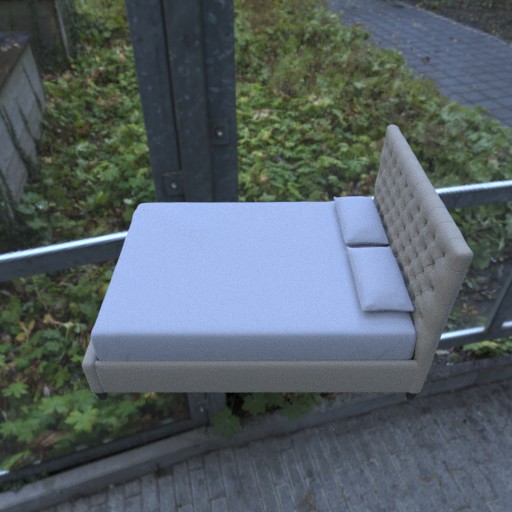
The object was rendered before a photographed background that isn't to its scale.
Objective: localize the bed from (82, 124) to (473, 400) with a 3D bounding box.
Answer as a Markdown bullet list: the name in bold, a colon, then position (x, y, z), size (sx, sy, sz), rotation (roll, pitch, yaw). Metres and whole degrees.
- **bed**: position (0.000, 0.000, 3.461), size (2.387, 1.427, 1.698), rotation (0, 40, 0)
